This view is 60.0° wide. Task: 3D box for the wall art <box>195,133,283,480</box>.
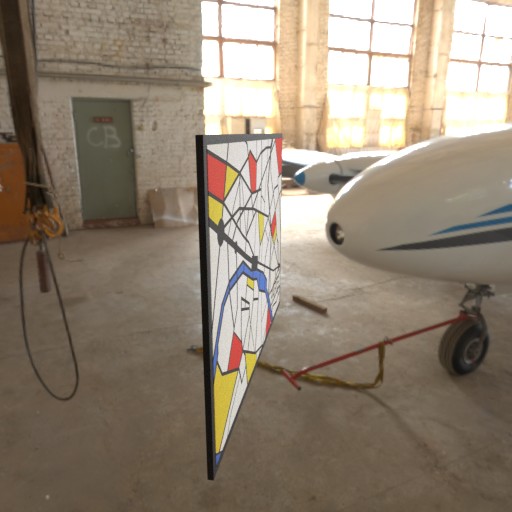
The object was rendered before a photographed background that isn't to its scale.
[{"bbox_3d":[0.000,0.000,1.251,0.013,0.665,0.963,3,16,10],"label":"wall art"}]
